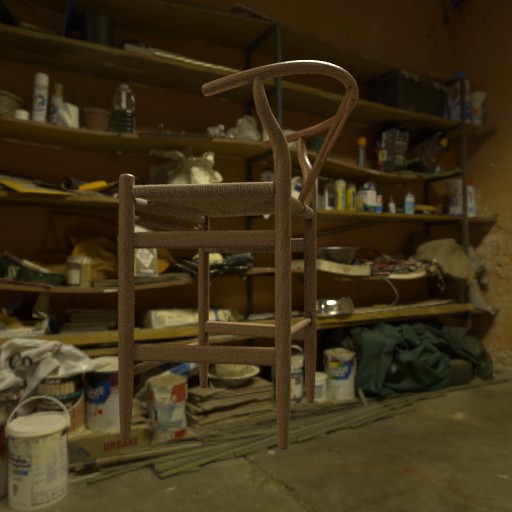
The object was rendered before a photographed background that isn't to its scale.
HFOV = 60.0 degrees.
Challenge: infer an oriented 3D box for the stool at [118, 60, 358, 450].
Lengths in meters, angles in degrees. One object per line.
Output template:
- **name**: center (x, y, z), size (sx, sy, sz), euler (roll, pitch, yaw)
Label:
- **stool**: center (0.000, 0.000, 1.271), size (0.575, 0.923, 0.536), euler (0, -1, 17)
